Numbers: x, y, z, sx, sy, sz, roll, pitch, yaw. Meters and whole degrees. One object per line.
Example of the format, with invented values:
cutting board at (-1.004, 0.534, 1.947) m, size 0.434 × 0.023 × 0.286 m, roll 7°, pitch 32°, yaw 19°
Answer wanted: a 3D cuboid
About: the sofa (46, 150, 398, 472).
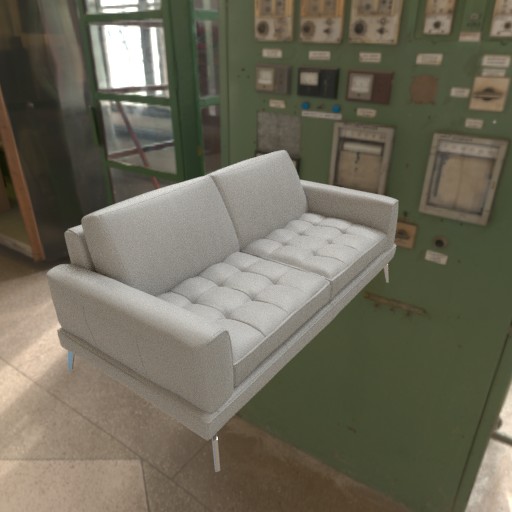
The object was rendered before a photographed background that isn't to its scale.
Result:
sofa at (0.000, 0.000, 2.760) m, size 1.121 × 0.930 × 2.177 m, roll 18°, pitch 31°, yaw 32°
